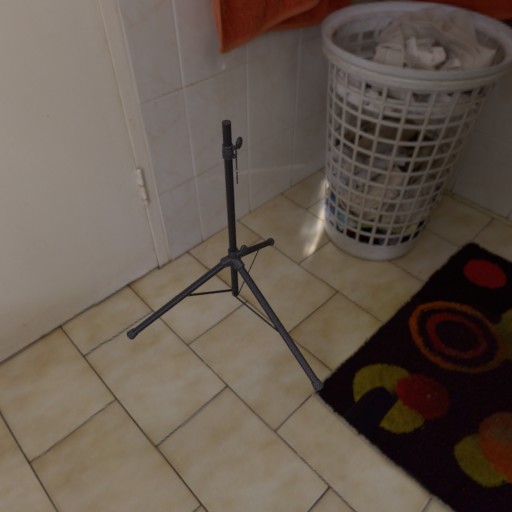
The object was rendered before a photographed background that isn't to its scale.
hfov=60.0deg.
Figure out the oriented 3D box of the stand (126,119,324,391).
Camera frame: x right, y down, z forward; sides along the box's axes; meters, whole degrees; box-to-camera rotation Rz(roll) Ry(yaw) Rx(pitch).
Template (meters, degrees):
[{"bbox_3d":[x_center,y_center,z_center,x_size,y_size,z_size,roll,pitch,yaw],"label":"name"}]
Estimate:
[{"bbox_3d":[0.000,0.000,1.905,1.045,1.136,0.907,-32,54,-28],"label":"stand"}]
